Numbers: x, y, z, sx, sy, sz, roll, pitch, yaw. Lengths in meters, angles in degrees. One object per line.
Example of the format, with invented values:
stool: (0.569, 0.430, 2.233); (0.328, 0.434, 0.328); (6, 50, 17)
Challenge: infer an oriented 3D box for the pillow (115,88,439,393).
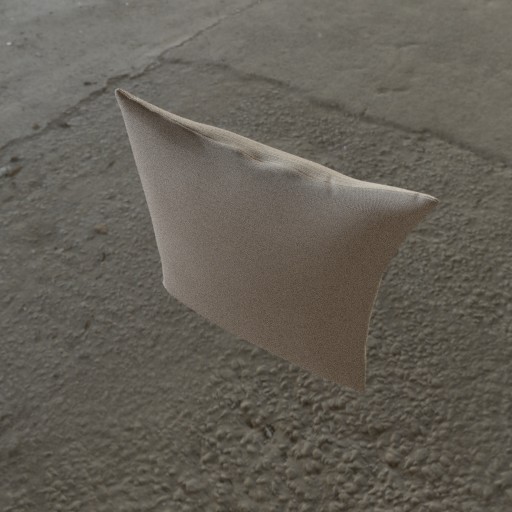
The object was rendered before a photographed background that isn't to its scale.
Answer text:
pillow: (0.000, 0.000, 0.784); (0.512, 0.497, 0.204); (25, 53, 21)
